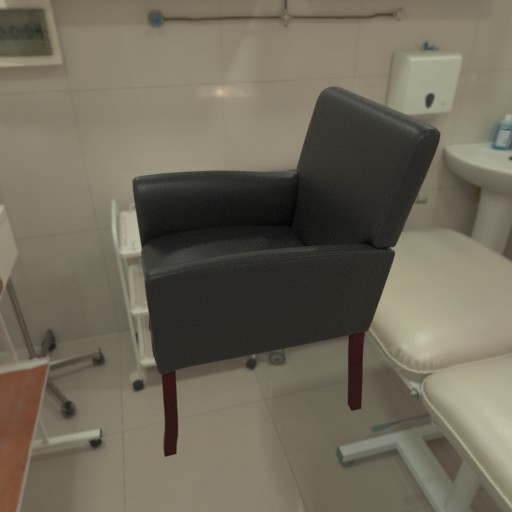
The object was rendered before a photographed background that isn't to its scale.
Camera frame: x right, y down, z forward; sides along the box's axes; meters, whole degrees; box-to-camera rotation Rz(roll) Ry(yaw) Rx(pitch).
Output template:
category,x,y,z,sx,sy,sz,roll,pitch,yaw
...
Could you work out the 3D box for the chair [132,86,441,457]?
category,x,y,z,sx,sy,sz,roll,pitch,yaw
chair,0.000,0.000,1.483,0.772,0.951,0.683,-8,32,-14
